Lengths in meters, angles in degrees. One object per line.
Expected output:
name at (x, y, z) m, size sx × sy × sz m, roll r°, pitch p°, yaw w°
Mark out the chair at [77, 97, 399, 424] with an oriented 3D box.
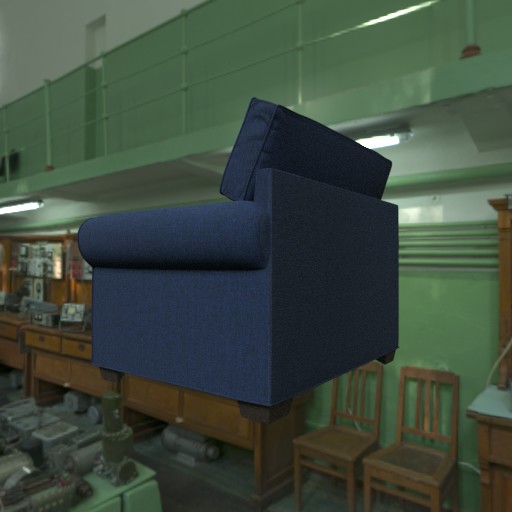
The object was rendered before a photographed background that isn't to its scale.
chair at (0.000, 0.000, 2.057) m, size 0.963 × 1.044 × 1.285 m, roll 0°, pitch -1°, yaw 37°
